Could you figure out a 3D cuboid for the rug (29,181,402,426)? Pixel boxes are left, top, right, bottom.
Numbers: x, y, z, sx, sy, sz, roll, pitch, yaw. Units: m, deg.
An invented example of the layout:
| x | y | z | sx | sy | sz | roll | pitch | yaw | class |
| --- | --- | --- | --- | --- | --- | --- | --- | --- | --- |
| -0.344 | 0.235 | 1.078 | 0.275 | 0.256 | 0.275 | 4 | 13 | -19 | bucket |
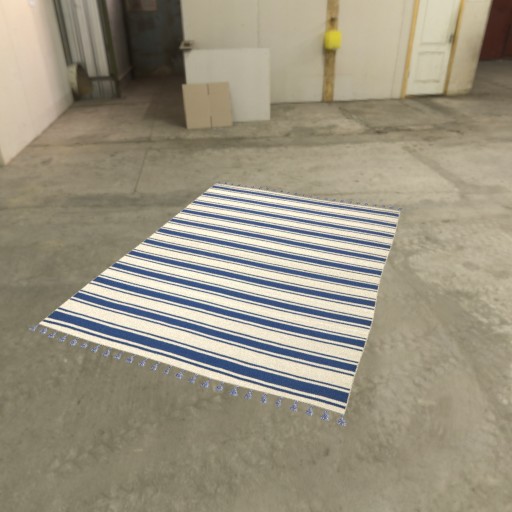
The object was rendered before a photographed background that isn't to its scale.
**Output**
| x | y | z | sx | sy | sz | roll | pitch | yaw | class |
| --- | --- | --- | --- | --- | --- | --- | --- | --- | --- |
| 0.000 | 0.000 | 4.398 | 2.471 | 0.016 | 3.416 | 11 | 33 | 18 | rug |
